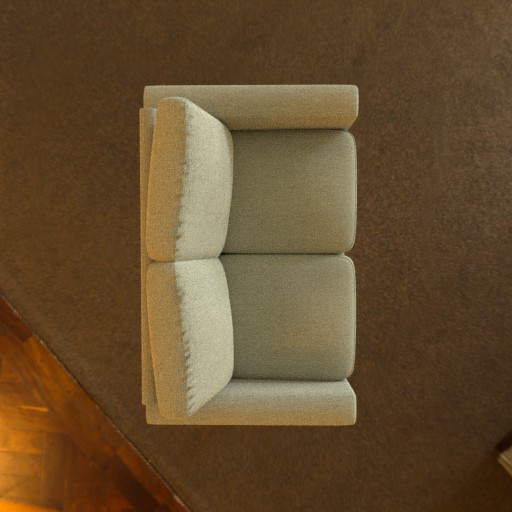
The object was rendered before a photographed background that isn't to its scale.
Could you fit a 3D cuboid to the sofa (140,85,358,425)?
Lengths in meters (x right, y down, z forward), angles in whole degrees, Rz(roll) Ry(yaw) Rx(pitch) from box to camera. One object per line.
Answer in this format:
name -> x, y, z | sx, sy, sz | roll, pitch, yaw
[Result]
sofa -> 0.000, 0.000, 1.993 | 0.917, 0.873, 1.420 | 0, 92, 1
